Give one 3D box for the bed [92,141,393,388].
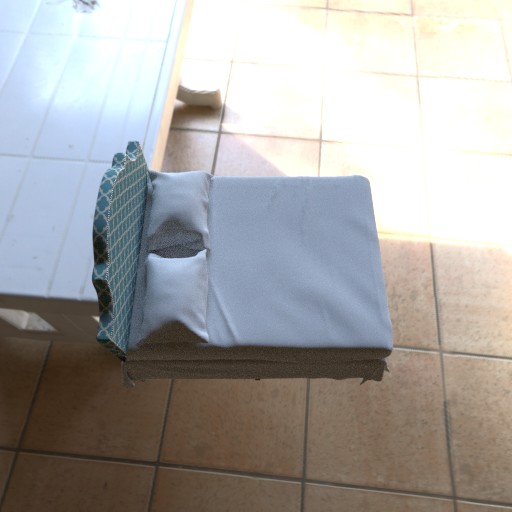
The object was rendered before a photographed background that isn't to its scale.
[{"bbox_3d":[0.000,0.000,3.460,2.222,1.633,1.780,0,64,0],"label":"bed"}]
